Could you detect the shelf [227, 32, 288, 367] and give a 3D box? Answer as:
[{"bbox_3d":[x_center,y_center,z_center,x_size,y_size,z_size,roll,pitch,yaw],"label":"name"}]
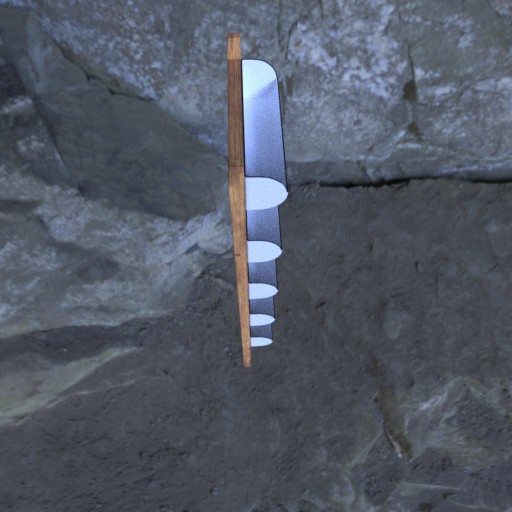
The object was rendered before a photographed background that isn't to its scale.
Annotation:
[{"bbox_3d":[0.000,0.000,1.751,0.141,1.600,0.454,-2,61,-1],"label":"shelf"}]
